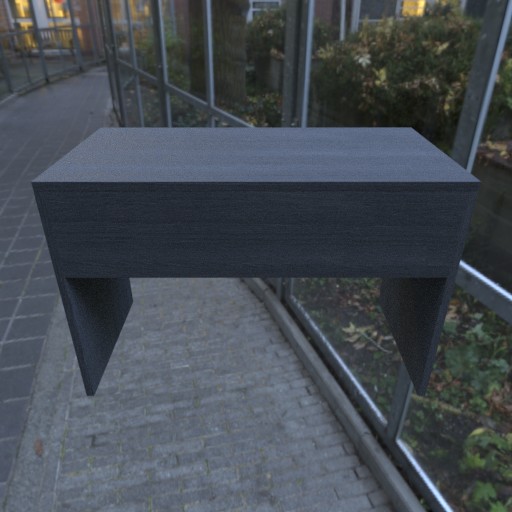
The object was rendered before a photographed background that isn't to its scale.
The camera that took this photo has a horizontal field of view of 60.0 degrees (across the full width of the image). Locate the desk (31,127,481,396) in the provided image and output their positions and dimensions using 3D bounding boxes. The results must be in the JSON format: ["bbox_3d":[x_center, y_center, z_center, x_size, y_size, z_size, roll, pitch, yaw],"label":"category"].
[{"bbox_3d":[0.000,0.000,1.504,1.099,0.729,0.557,0,29,0],"label":"desk"}]
